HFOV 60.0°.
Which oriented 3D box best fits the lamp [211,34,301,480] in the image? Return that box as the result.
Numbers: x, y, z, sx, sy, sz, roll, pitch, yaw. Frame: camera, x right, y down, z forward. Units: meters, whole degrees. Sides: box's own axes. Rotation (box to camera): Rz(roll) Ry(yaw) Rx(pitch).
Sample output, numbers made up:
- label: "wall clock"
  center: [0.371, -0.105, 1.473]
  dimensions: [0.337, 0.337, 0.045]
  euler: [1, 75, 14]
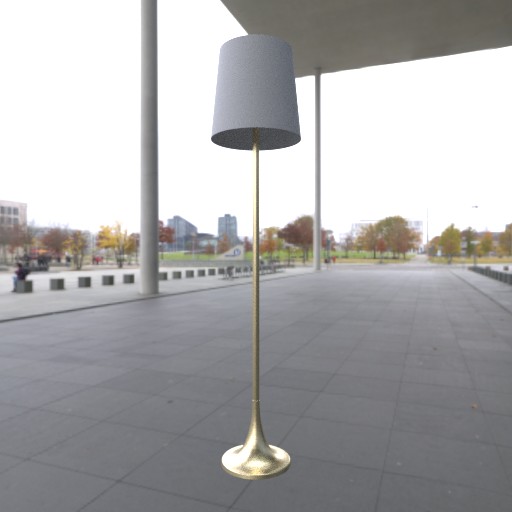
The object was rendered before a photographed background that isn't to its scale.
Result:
- label: "lamp"
  center: [0.000, 0.000, 1.658]
  dimensions: [0.337, 1.543, 0.337]
  euler: [0, 0, 0]
